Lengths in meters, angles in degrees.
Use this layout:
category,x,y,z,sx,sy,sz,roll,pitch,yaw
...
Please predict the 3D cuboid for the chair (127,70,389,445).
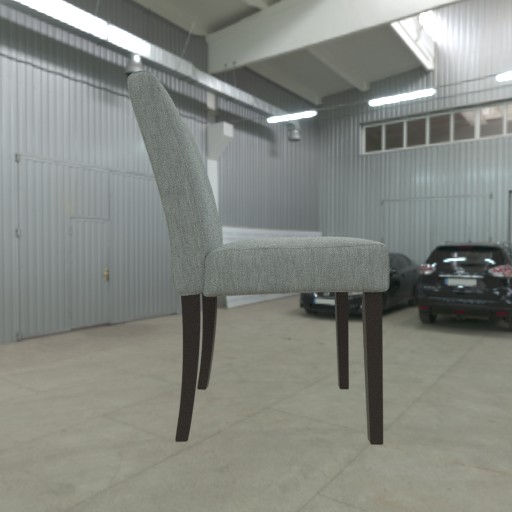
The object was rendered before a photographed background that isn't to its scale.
category,x,y,z,sx,sy,sz,roll,pitch,yaw
chair,0.000,0.000,1.255,0.629,0.884,0.487,0,1,1
